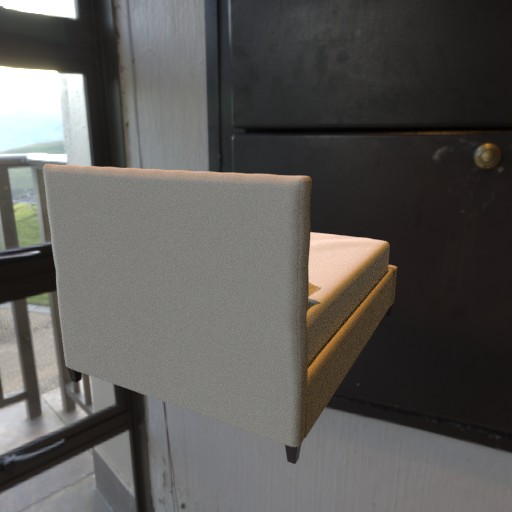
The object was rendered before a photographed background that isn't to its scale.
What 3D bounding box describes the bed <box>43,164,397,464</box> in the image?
[{"bbox_3d":[0.000,0.000,3.330,1.696,1.426,2.233,8,17,27],"label":"bed"}]
